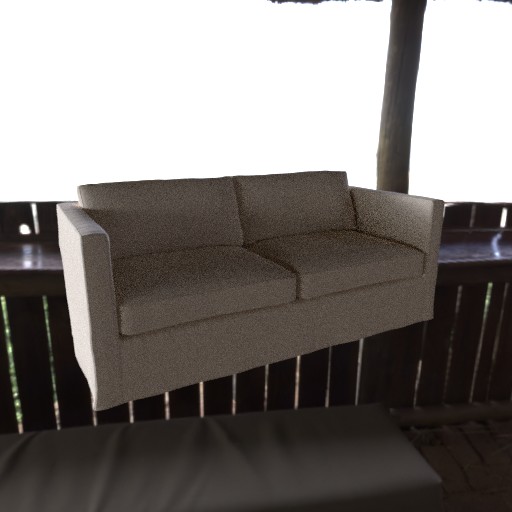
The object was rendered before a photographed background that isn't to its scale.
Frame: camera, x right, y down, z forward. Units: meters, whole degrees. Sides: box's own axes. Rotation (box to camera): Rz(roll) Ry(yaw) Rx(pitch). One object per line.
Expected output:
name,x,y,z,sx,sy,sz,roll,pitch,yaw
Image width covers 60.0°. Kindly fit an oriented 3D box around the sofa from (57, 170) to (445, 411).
sofa,0.000,0.000,2.516,1.987,0.870,0.940,-8,17,-27
